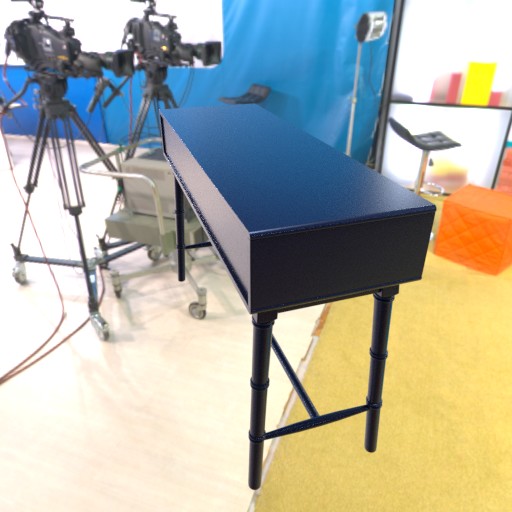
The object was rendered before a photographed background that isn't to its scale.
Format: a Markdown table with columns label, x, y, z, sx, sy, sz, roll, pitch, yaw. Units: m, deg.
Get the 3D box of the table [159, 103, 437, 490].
| label | x | y | z | sx | sy | sz | roll | pitch | yaw |
| --- | --- | --- | --- | --- | --- | --- | --- | --- | --- |
| table | 0.000 | 0.000 | 1.449 | 0.399 | 0.749 | 1.118 | -9 | 31 | -16 |
